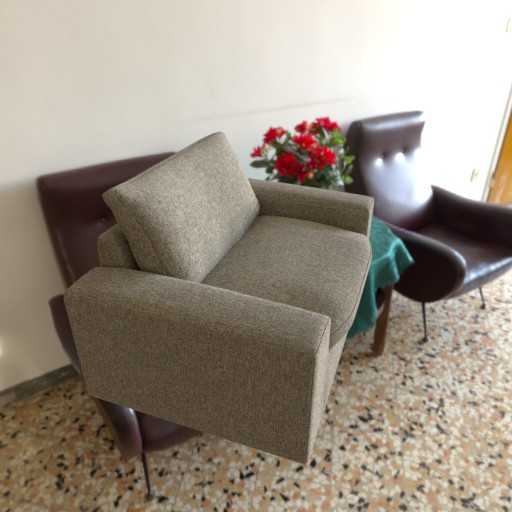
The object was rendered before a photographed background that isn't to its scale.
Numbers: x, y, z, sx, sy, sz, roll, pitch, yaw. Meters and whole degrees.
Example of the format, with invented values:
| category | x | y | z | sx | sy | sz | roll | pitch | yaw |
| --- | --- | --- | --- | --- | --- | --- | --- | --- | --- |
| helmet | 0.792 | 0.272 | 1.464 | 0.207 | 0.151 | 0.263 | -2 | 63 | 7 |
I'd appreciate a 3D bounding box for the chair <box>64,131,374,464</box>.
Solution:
| category | x | y | z | sx | sy | sz | roll | pitch | yaw |
| --- | --- | --- | --- | --- | --- | --- | --- | --- | --- |
| chair | 0.000 | 0.000 | 2.120 | 1.039 | 0.915 | 1.398 | 10 | 31 | 18 |
